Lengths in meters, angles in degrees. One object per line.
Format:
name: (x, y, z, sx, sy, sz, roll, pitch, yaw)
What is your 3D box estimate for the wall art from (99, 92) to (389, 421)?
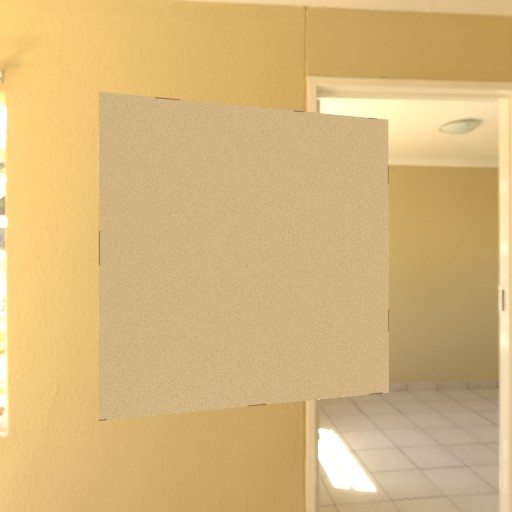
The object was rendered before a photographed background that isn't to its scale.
wall art: (0.000, 0.000, 0.666, 0.446, 0.445, 0.014, 0, 0, -16)
